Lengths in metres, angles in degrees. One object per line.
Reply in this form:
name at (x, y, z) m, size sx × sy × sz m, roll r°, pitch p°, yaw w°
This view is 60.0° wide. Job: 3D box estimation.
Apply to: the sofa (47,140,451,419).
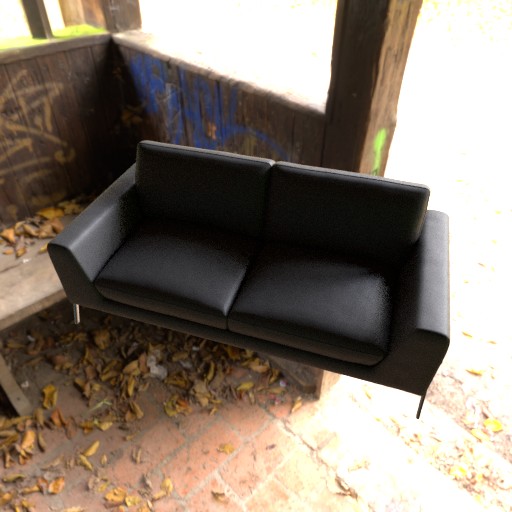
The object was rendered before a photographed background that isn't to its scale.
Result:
sofa at (0.000, 0.000, 2.501) m, size 2.017 × 0.875 × 0.953 m, roll 12°, pitch 42°, yaw 14°
